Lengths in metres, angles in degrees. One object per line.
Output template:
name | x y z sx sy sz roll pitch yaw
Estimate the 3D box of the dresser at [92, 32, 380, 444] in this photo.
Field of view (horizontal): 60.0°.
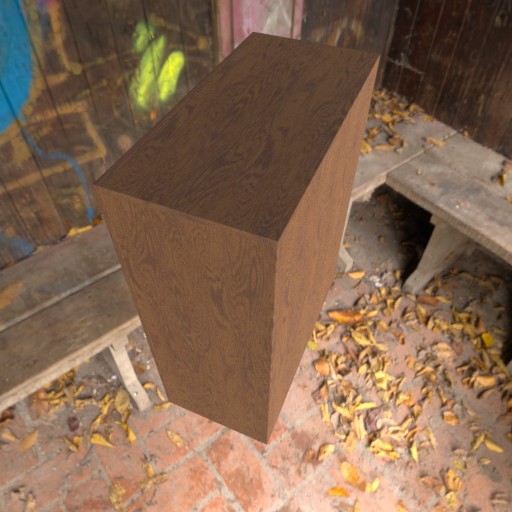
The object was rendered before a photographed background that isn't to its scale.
dresser | 0.000 0.000 1.789 0.516 1.320 0.964 18 51 15
